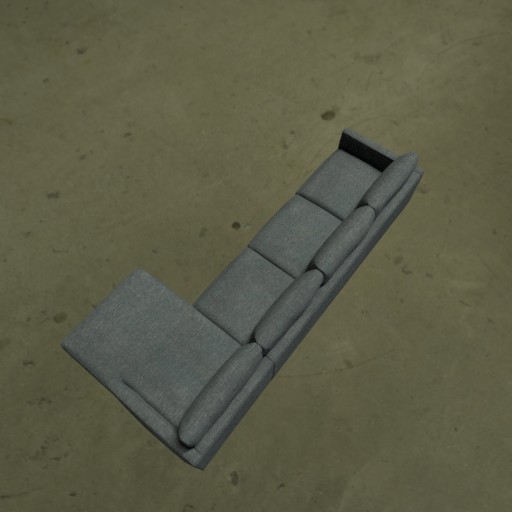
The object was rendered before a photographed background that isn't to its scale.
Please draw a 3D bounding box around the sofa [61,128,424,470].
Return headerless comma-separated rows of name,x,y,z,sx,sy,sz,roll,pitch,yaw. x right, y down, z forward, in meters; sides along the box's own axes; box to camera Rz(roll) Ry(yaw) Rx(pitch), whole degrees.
sofa,0.000,0.000,3.541,1.350,0.810,2.932,35,67,17
